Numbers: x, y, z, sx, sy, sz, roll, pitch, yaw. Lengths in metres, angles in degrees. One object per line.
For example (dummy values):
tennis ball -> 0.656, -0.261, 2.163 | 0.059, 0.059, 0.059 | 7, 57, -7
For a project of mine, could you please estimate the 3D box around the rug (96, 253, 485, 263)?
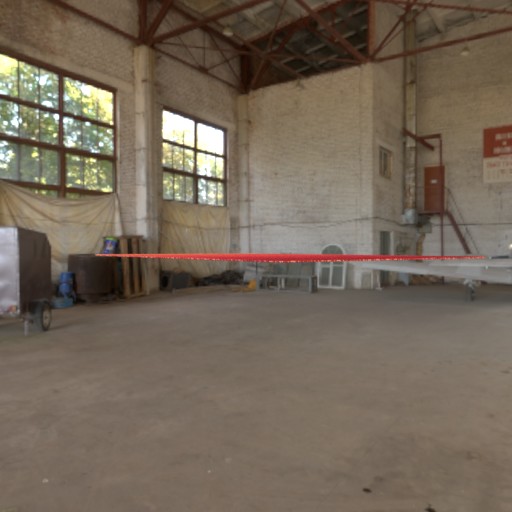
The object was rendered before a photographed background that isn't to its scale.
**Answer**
rug -> 0.000, 0.000, 3.117 | 1.531, 0.010, 2.442 | -1, 1, -36
